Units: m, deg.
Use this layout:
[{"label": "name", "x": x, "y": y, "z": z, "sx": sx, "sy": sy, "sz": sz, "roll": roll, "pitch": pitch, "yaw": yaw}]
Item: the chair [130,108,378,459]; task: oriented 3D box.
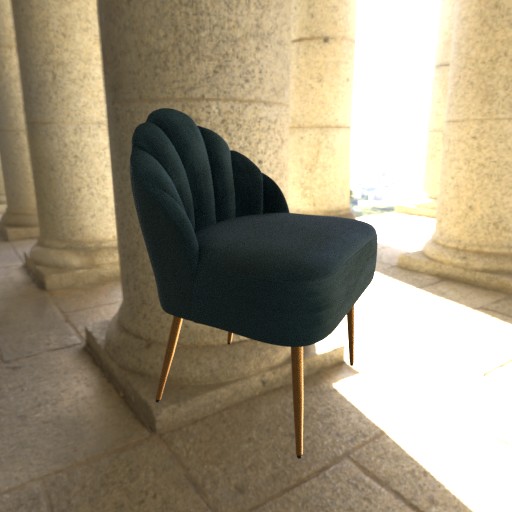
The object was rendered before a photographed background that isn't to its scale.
[{"label": "chair", "x": 0.000, "y": 0.000, "z": 1.266, "sx": 0.599, "sy": 0.819, "sz": 0.657, "roll": 7, "pitch": 16, "yaw": 25}]
